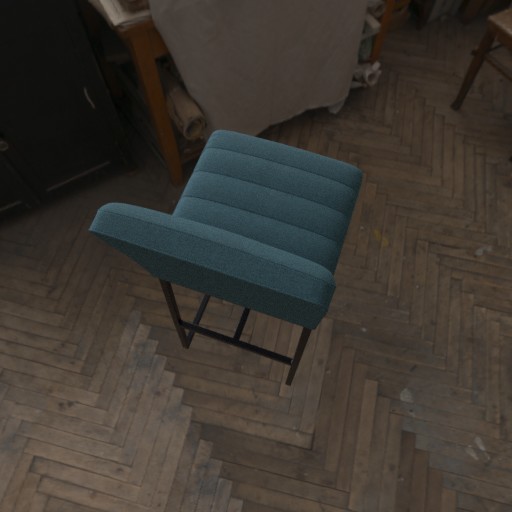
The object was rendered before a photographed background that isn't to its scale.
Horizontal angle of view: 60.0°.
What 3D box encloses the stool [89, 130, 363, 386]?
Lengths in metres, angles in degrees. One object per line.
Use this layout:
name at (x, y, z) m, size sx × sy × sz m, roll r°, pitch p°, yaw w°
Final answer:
stool at (0.000, 0.000, 1.321) m, size 0.460 × 1.040 × 0.560 m, roll 18°, pitch 66°, yaw 8°
